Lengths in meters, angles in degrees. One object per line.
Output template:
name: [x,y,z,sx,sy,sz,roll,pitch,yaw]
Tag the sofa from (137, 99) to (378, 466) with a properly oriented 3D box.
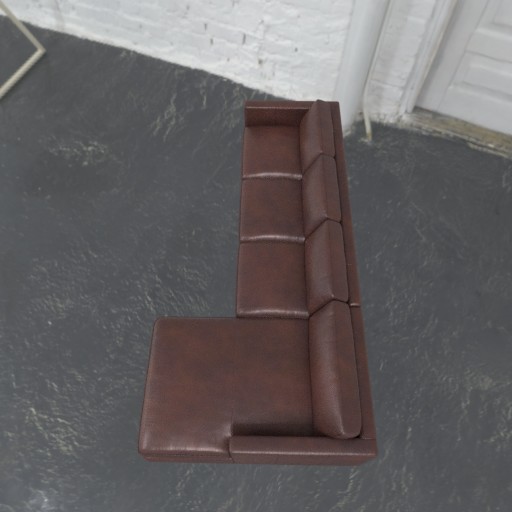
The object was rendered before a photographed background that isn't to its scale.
sofa: [0.000,0.000,3.807,1.581,0.883,3.203,1,60,1]
